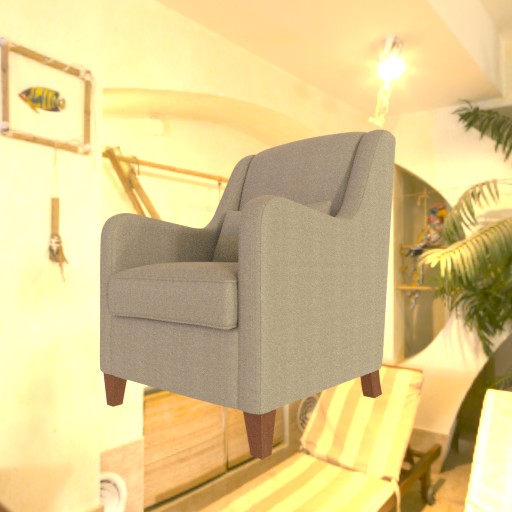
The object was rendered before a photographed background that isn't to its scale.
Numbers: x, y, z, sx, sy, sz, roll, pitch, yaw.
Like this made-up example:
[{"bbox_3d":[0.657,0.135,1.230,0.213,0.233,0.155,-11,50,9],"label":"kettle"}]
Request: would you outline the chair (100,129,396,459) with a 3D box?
[{"bbox_3d":[0.000,0.000,1.609,0.715,1.017,0.890,-1,-1,39],"label":"chair"}]
